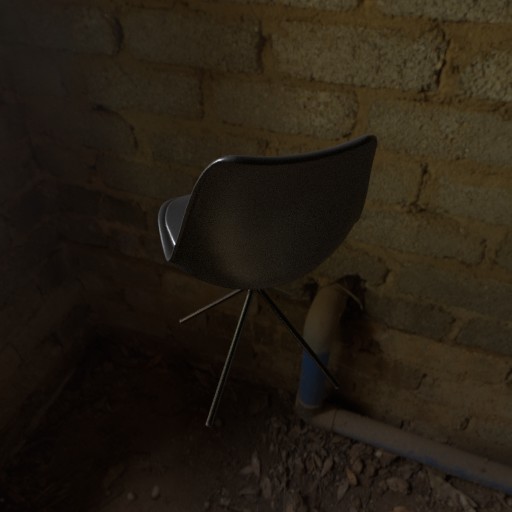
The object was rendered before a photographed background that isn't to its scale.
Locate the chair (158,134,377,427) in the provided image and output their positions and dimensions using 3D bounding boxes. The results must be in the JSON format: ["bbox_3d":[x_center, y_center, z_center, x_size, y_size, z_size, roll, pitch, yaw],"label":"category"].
[{"bbox_3d":[0.000,0.000,1.155,0.461,0.850,0.525,-12,42,-14],"label":"chair"}]
